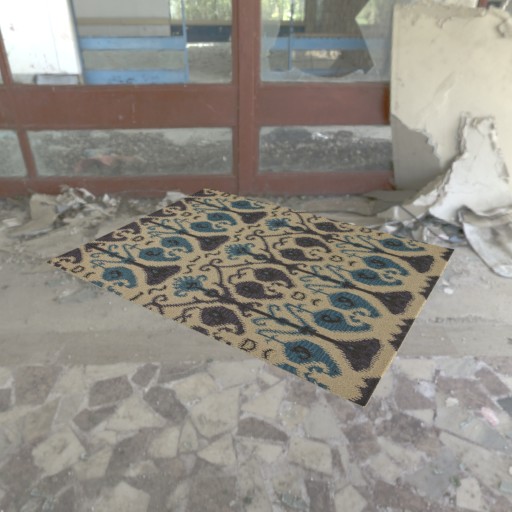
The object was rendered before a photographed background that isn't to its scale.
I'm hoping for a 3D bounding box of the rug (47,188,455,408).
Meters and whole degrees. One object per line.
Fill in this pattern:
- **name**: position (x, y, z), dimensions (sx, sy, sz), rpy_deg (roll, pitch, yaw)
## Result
- **rug**: position (0.000, 0.000, 4.372), dimensions (3.228, 0.024, 2.443), rpy_deg (18, 34, 29)
